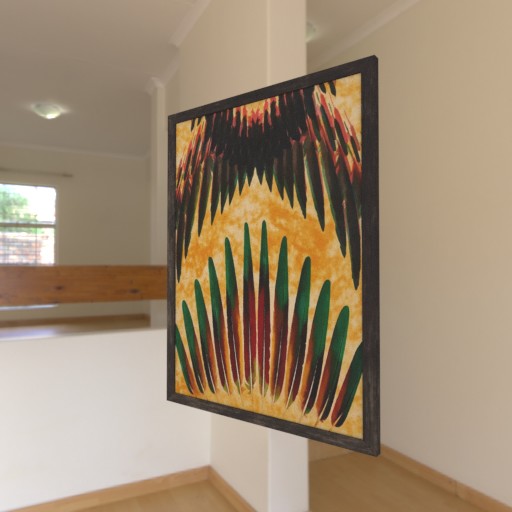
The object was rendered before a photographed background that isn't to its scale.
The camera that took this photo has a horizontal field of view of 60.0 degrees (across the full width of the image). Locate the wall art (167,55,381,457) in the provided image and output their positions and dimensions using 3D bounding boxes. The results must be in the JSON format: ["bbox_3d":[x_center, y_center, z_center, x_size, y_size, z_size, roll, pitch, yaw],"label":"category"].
[{"bbox_3d":[0.000,0.000,1.428,0.812,1.066,0.029,-1,-1,37],"label":"wall art"}]
